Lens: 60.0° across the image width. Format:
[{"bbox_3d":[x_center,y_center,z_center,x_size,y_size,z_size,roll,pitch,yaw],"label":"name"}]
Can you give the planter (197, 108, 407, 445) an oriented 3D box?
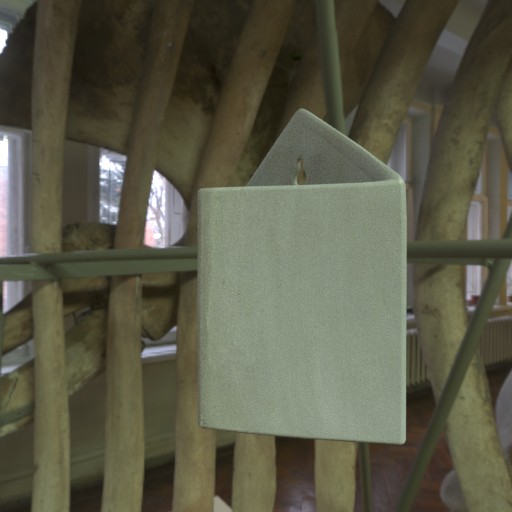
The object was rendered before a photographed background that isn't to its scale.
[{"bbox_3d":[0.000,0.000,0.272,0.080,0.194,0.163,-1,1,-36],"label":"planter"}]
